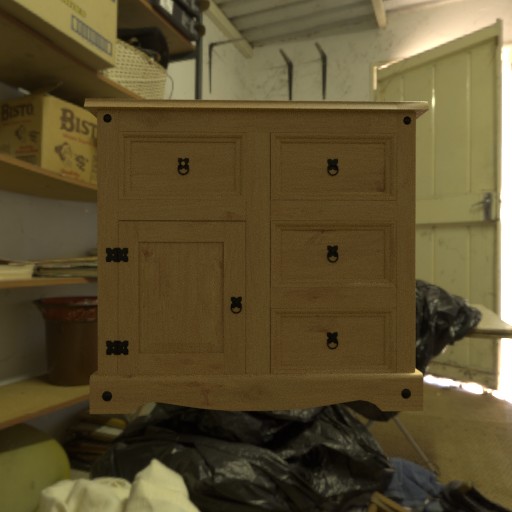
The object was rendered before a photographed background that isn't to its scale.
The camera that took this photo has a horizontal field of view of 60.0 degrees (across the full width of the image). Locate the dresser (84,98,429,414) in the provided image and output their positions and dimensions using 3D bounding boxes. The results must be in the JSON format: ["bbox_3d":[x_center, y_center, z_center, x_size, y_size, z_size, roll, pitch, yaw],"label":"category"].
[{"bbox_3d":[0.000,0.000,1.396,0.915,0.835,0.440,0,0,-2],"label":"dresser"}]
